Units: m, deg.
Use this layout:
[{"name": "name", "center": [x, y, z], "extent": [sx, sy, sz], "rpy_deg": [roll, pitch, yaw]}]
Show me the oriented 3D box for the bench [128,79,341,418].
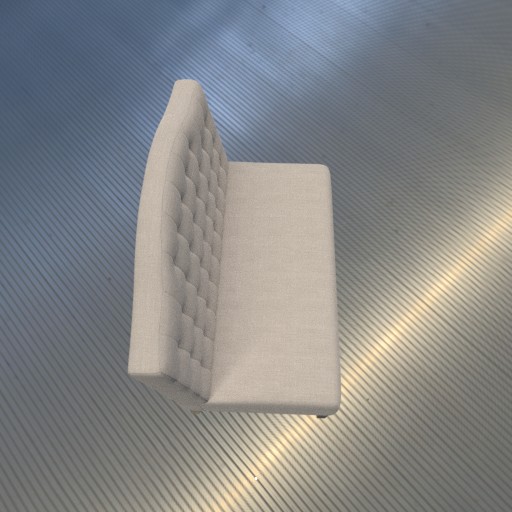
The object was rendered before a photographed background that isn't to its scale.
[{"name": "bench", "center": [0.000, 0.000, 2.102], "extent": [0.815, 1.180, 1.335], "rpy_deg": [2, 63, 1]}]
